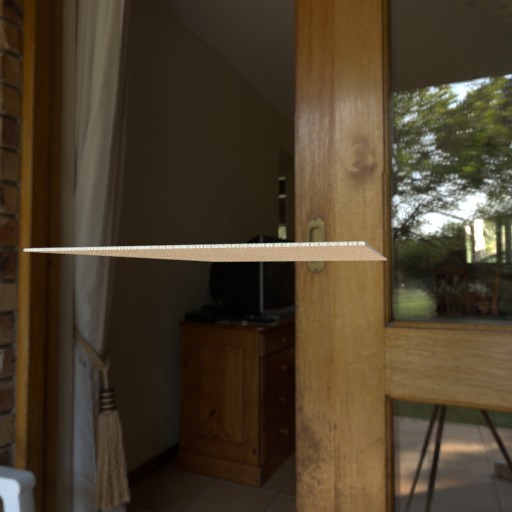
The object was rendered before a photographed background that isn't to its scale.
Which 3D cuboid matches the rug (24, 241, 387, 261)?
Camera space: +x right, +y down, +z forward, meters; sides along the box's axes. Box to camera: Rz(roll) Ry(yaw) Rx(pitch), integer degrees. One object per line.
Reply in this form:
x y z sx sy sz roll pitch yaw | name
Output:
0.000 0.000 2.790 1.509 0.013 2.144 -1 -2 18 | rug
